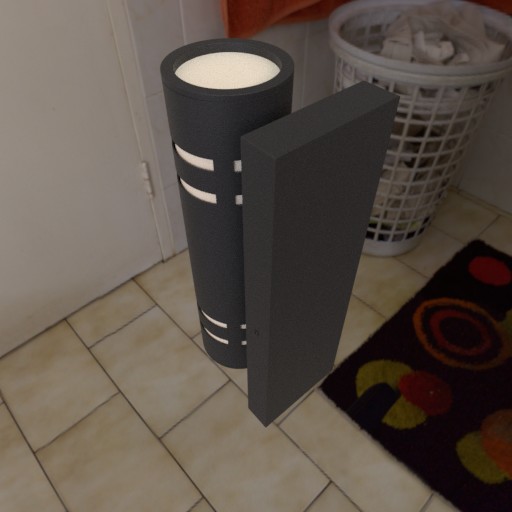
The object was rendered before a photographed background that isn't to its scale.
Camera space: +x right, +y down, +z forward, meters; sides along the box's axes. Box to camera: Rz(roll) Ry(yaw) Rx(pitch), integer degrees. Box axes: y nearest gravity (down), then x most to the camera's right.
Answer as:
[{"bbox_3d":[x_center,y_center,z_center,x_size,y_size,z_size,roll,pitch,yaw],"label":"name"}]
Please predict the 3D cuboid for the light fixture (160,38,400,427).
[{"bbox_3d":[0.000,0.000,0.404,0.105,0.330,0.149,-32,54,-27],"label":"light fixture"}]
